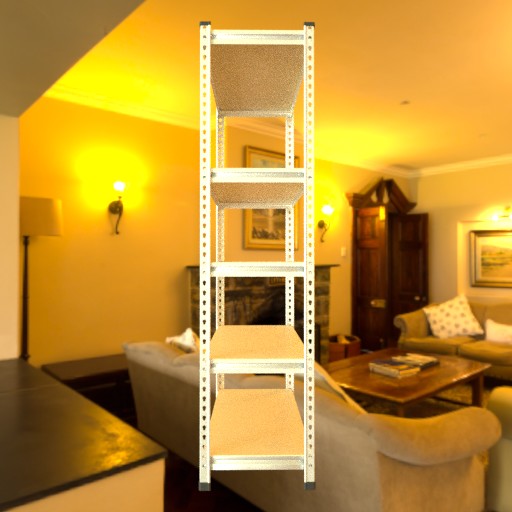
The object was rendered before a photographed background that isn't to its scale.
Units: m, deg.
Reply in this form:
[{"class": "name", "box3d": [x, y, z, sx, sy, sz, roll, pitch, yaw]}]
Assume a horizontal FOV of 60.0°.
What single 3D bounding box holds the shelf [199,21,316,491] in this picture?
[{"class": "shelf", "box3d": [0.000, 0.000, 2.185, 0.457, 1.829, 0.914, 0, -1, -1]}]
